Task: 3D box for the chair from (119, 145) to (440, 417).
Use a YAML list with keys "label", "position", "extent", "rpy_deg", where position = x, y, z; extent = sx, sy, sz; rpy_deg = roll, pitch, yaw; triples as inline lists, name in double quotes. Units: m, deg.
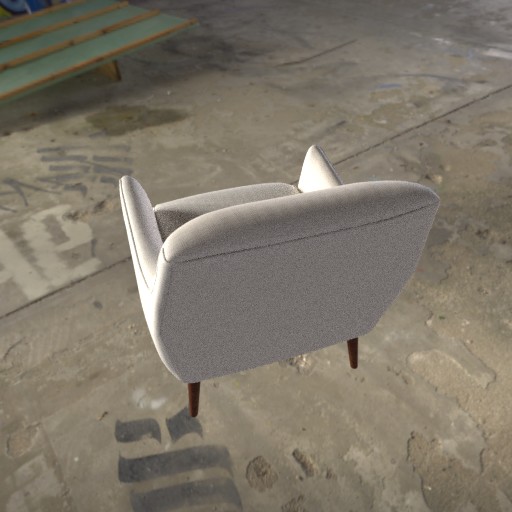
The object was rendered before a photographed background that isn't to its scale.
- label: "chair"
  position: [0.000, 0.000, 1.429]
  extent: [0.762, 0.838, 0.787]
  rpy_deg: [-12, 42, -14]
